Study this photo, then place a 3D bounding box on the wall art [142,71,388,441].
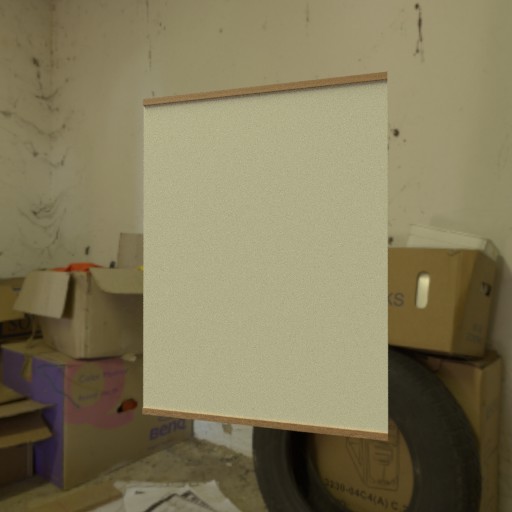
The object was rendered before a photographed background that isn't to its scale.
[{"bbox_3d":[0.000,0.000,1.332,0.758,1.016,0.013,0,0,16],"label":"wall art"}]
